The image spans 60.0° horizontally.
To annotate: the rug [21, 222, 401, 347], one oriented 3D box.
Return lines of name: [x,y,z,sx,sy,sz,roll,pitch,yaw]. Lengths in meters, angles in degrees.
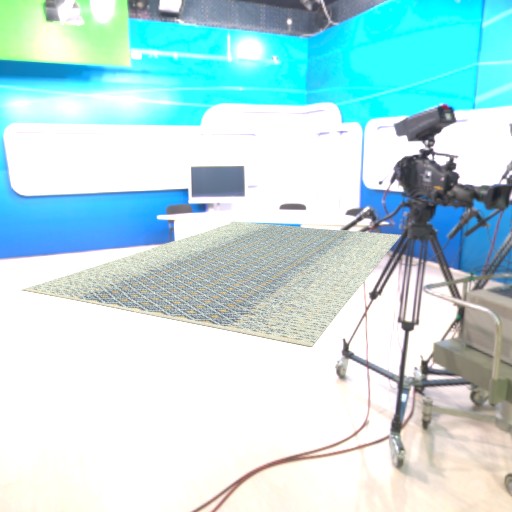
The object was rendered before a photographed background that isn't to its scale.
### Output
rug: [0.000,0.000,2.321,1.219,0.005,1.828,6,15,25]
